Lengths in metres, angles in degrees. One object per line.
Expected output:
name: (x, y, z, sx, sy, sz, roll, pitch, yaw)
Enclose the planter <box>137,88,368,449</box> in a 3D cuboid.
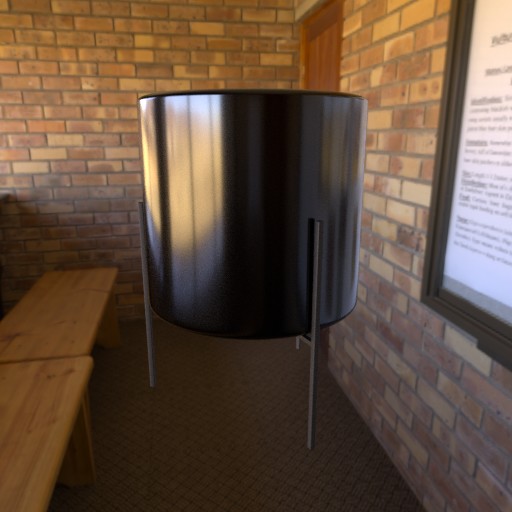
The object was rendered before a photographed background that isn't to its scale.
planter: (0.000, 0.000, 0.646, 0.310, 0.432, 0.310, -14, 20, -41)
